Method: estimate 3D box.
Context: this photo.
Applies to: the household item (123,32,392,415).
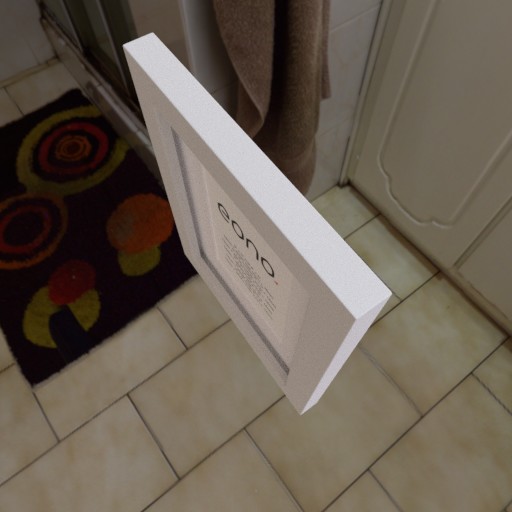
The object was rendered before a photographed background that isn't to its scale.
[{"bbox_3d":[0.000,0.000,0.328,0.045,0.250,0.200,-32,67,-16],"label":"household item"}]
